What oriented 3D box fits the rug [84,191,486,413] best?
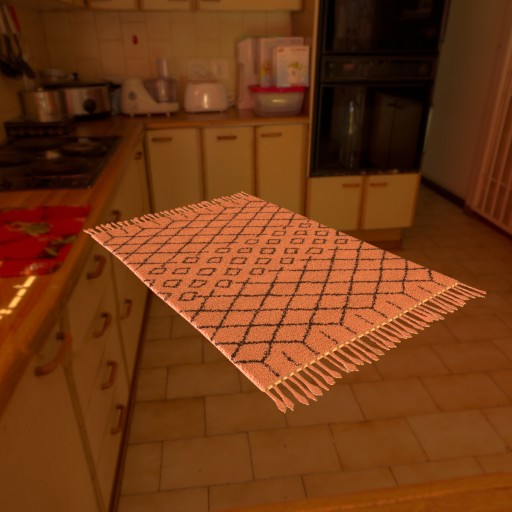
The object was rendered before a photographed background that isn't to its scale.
[{"bbox_3d":[0.000,0.000,3.234,1.664,0.029,2.615,-19,32,-33],"label":"rug"}]
